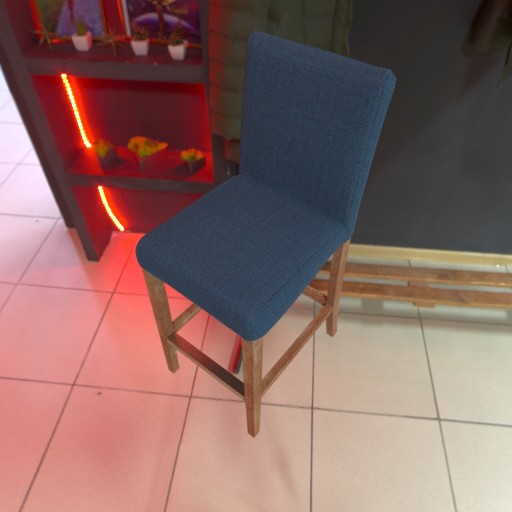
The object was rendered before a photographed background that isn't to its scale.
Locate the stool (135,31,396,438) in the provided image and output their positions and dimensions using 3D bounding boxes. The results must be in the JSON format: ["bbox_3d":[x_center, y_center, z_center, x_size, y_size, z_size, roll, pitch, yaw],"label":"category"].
[{"bbox_3d":[0.000,0.000,1.367,0.454,1.088,0.574,30,53,26],"label":"stool"}]
